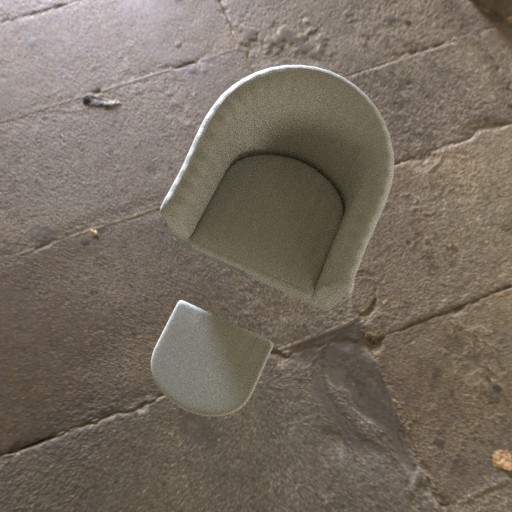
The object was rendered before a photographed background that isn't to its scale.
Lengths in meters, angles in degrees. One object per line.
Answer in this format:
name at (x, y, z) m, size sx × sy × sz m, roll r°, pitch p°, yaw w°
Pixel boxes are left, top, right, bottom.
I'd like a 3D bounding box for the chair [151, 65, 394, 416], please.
chair at (0.000, 0.000, 1.778) m, size 0.756 × 0.757 × 1.288 m, roll 24°, pitch 75°, yaw 7°
